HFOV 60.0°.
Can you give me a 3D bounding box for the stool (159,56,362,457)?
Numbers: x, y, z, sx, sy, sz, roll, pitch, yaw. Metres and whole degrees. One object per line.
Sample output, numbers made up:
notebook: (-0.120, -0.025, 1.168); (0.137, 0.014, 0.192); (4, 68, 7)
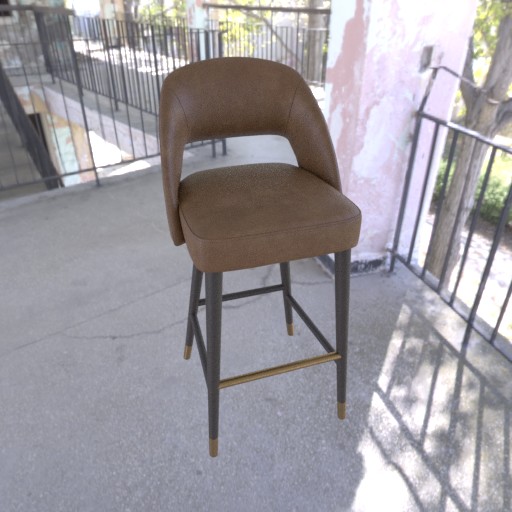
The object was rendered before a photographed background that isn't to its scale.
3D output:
stool: (0.000, 0.000, 1.322); (0.494, 1.037, 0.509); (-10, 32, -16)
